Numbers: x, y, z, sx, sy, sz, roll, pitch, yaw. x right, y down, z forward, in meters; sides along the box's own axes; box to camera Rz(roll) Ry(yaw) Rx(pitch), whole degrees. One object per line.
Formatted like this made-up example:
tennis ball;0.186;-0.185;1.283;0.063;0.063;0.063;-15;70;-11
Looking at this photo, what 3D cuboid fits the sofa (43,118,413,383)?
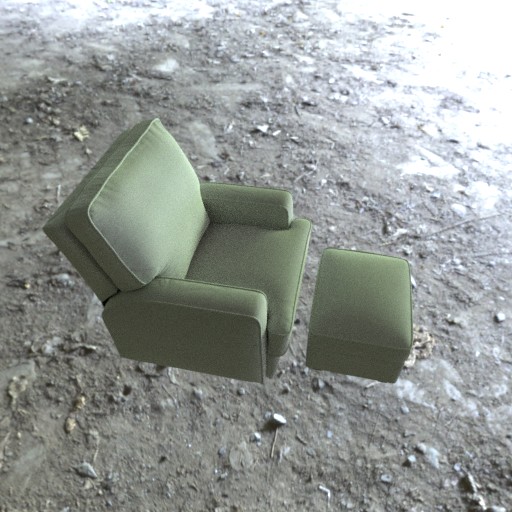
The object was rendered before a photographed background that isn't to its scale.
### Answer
sofa;0.000;0.000;2.045;1.472;0.959;0.861;9;46;9
